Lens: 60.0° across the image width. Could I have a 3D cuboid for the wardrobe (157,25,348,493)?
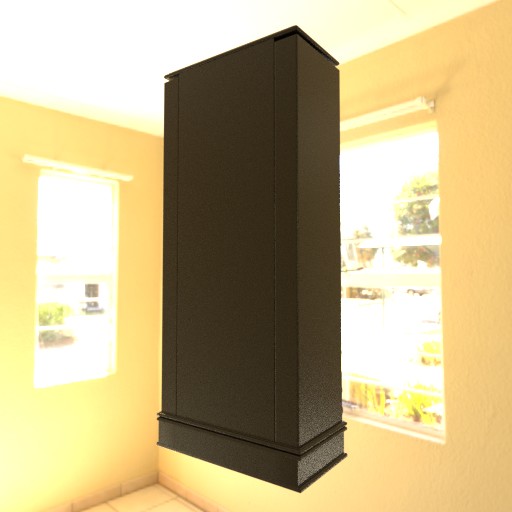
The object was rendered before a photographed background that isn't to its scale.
[{"bbox_3d":[0.000,0.000,1.193,0.444,1.011,0.295,-2,-3,36],"label":"wardrobe"}]
